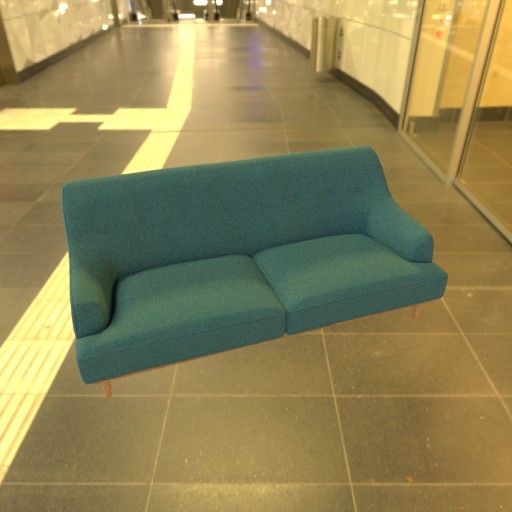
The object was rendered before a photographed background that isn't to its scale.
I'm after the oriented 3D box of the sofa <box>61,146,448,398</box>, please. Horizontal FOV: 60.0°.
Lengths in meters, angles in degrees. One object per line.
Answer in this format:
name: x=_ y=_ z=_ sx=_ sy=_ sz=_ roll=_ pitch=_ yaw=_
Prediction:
sofa: x=0.000 y=0.000 z=2.607 sx=2.057 sy=0.871 sz=0.978 roll=-11 pitch=33 yaw=-16
